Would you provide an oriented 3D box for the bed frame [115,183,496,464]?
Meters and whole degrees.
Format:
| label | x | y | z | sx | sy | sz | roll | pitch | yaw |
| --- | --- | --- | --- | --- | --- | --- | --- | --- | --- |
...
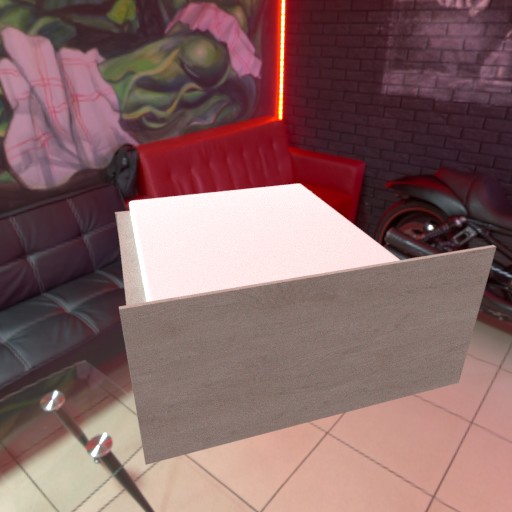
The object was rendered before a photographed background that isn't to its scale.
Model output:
| label | x | y | z | sx | sy | sz | roll | pitch | yaw |
| --- | --- | --- | --- | --- | --- | --- | --- | --- | --- |
| bed frame | 0.000 | 0.000 | 2.767 | 1.622 | 0.800 | 1.960 | -8 | 28 | -16 |
